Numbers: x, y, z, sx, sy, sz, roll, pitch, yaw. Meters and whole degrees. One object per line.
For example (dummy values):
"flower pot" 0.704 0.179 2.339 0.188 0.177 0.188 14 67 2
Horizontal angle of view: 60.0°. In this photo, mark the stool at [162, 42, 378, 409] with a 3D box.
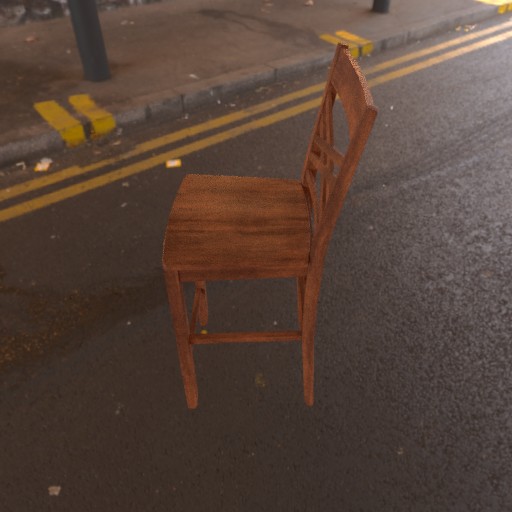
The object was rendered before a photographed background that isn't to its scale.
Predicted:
"stool" 0.000 0.000 1.352 0.487 1.105 0.433 1 41 1
